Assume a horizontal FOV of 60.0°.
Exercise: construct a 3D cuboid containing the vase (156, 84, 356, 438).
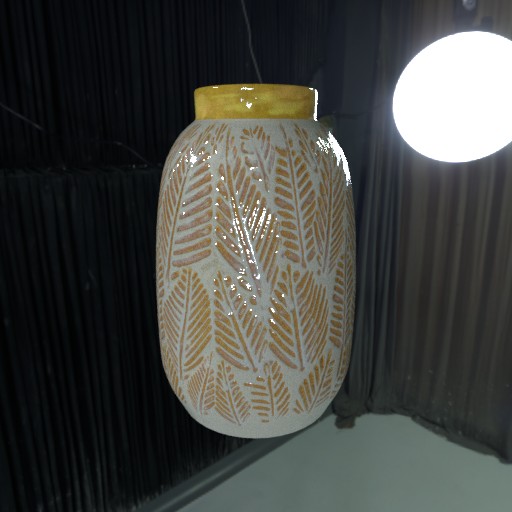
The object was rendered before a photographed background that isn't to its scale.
[{"bbox_3d":[0.000,0.000,0.384,0.172,0.270,0.172,0,15,0],"label":"vase"}]
